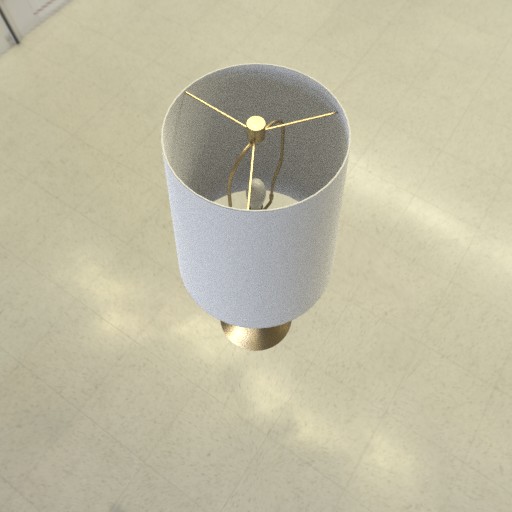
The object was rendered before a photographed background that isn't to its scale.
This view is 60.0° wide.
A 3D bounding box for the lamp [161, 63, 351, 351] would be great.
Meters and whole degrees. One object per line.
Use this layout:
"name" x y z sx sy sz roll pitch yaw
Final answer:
"lamp" 0.000 0.000 0.669 0.231 0.569 0.231 0 64 0
